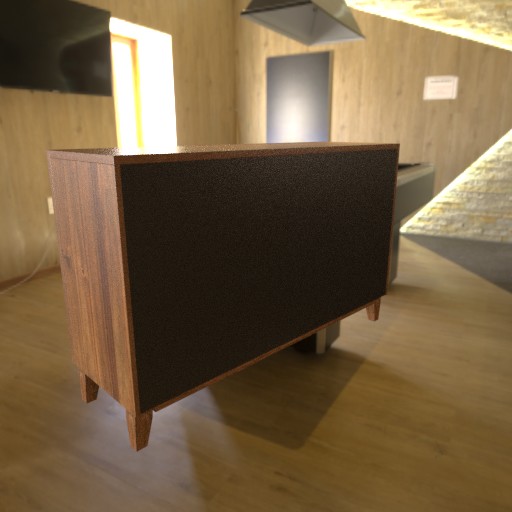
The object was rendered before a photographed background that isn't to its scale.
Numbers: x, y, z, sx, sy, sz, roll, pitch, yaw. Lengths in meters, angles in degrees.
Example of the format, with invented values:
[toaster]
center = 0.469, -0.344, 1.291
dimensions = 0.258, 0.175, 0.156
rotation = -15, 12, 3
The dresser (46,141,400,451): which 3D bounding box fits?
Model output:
[dresser]
center = 0.000, 0.000, 1.809
dimensions = 1.400, 0.873, 0.446
rotation = -15, 22, -42
